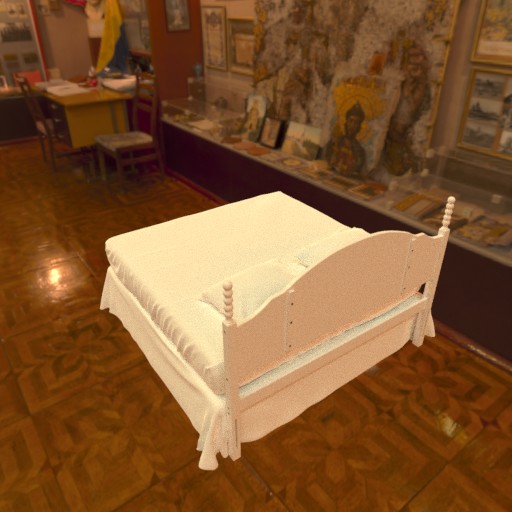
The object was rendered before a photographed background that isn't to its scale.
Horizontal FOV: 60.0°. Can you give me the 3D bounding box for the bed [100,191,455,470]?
[{"bbox_3d":[0.000,0.000,3.745,2.322,1.355,2.219,-20,36,-30],"label":"bed"}]
